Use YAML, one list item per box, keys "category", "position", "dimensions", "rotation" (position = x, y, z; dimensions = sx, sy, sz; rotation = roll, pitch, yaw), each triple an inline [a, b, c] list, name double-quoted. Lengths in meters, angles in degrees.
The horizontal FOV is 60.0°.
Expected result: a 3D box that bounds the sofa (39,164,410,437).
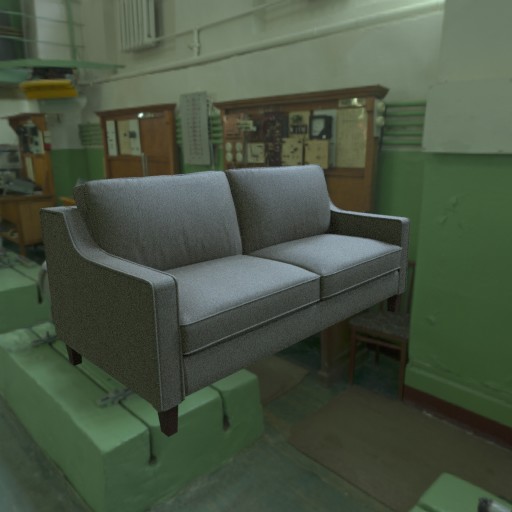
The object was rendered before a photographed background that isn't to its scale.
- category: "sofa"
  position: [0.000, 0.000, 2.806]
  dimensions: [1.073, 1.074, 2.181]
  rotation: [13, 19, 42]
